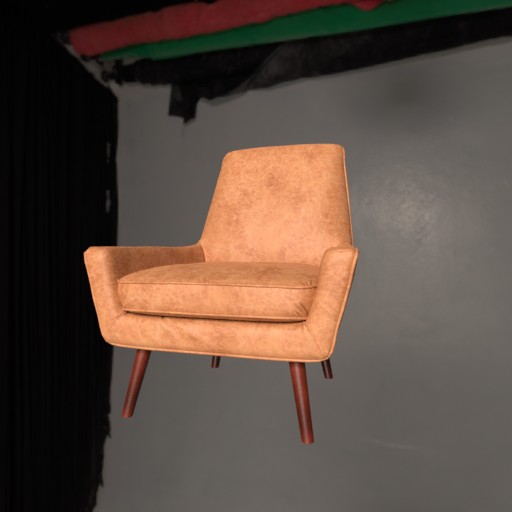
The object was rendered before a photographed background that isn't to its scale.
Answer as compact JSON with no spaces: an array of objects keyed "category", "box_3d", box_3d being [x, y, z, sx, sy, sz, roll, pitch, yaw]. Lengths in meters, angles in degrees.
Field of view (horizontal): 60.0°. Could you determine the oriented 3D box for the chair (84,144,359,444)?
[{"category":"chair","box_3d":[0.000,0.000,1.503,0.753,0.883,0.851,0,1,18]}]
